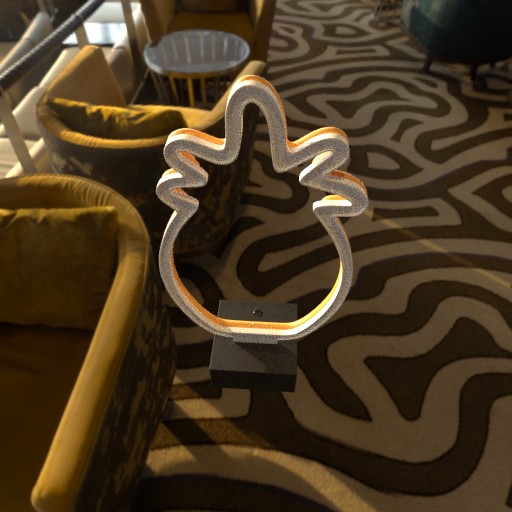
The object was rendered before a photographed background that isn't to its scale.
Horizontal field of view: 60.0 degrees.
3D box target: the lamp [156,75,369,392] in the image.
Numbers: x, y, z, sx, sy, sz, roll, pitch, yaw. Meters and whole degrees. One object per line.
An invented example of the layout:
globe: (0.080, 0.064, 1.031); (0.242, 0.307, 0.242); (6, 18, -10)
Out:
lamp: (0.000, 0.000, 0.384); (0.167, 0.317, 0.088); (3, 46, 3)
